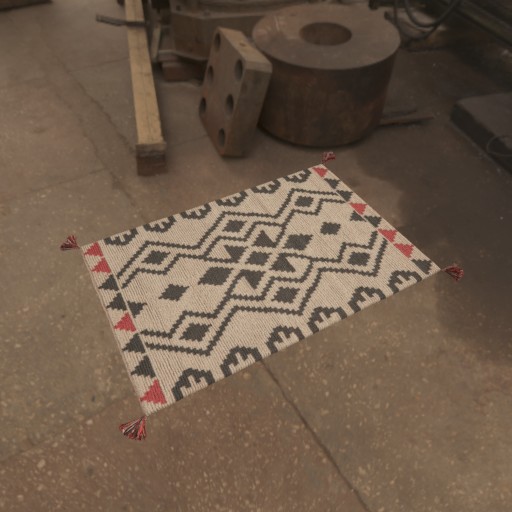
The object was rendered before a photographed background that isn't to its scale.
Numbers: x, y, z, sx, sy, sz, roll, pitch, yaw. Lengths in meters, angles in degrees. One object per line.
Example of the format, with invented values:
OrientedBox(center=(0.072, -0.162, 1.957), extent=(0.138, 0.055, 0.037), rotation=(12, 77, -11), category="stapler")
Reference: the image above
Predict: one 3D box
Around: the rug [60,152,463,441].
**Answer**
OrientedBox(center=(0.000, 0.000, 2.668), extent=(2.069, 0.067, 1.444), rotation=(-22, 50, -19), category="rug")
